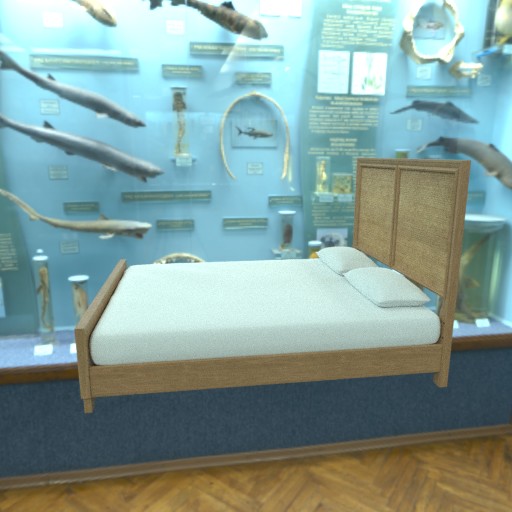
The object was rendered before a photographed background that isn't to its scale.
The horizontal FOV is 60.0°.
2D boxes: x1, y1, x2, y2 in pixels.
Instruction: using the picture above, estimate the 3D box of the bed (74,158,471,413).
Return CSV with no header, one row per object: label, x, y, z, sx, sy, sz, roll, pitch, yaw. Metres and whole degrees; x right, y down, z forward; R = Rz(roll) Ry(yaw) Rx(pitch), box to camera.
bed,0.000,0.000,3.242,2.184,1.387,1.606,-2,13,-8
